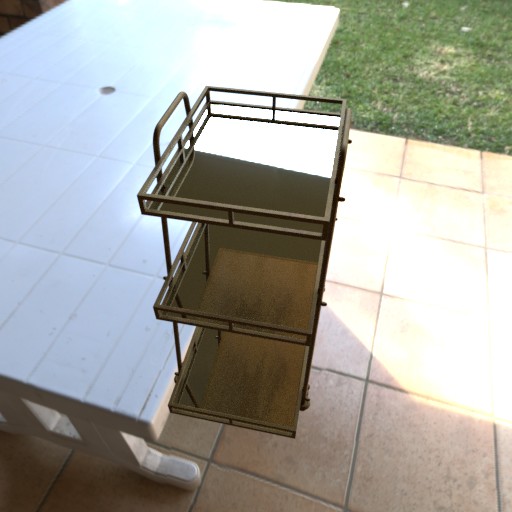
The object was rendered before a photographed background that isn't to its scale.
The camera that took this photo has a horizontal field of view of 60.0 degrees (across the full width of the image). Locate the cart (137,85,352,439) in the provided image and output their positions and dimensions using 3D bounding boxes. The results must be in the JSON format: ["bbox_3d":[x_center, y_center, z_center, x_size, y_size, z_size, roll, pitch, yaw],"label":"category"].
[{"bbox_3d":[0.000,0.000,1.289,0.441,0.883,0.711,9,47,8],"label":"cart"}]
